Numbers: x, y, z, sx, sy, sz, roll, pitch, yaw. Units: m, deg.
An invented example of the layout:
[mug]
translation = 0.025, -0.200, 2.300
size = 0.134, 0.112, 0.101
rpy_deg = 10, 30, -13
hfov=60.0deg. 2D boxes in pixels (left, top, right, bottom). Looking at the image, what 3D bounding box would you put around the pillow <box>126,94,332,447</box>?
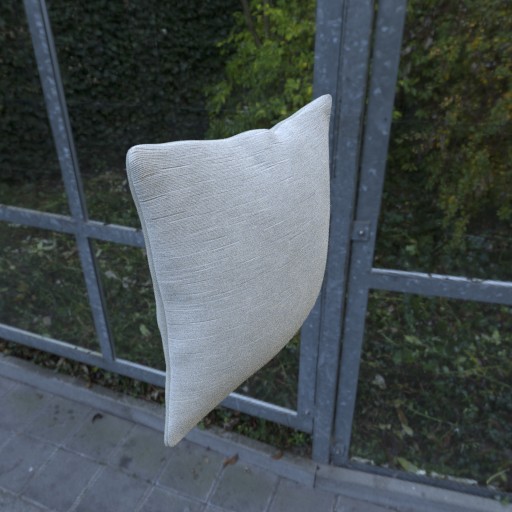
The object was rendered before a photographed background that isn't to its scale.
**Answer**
[pillow]
translation = 0.000, 0.000, 0.673
size = 0.162, 0.420, 0.437
rpy_deg = 17, 32, 30
